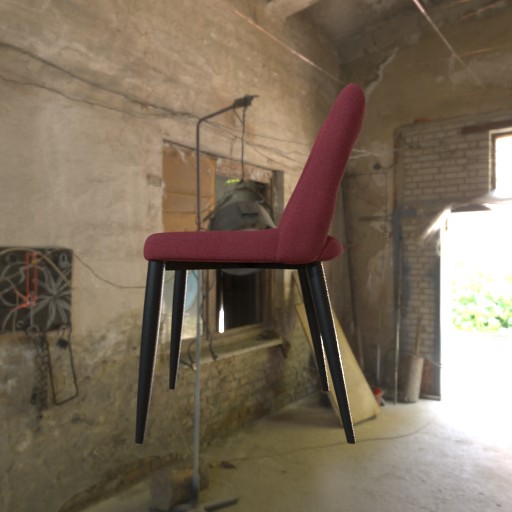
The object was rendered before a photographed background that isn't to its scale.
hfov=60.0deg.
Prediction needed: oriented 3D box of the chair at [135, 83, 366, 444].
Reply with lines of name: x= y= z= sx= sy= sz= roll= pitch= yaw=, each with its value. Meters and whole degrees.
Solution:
chair: x=0.000 y=0.000 z=1.248 sx=0.569 sy=0.892 sz=0.483 roll=0 pitch=0 yaw=0
